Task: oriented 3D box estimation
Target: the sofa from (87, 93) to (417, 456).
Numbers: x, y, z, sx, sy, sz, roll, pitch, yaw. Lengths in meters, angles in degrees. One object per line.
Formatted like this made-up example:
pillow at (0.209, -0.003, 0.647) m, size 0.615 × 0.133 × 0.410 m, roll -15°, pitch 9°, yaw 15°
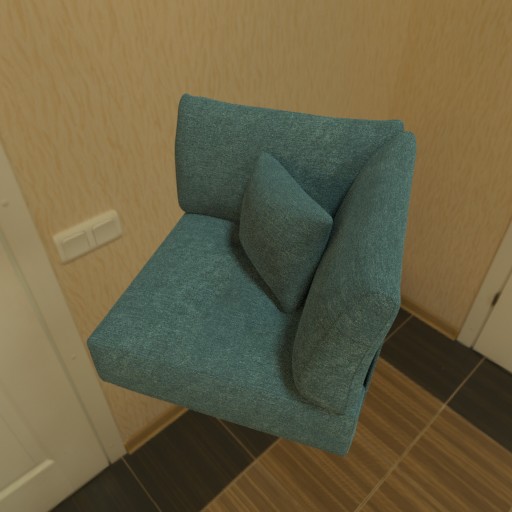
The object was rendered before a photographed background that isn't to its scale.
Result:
sofa at (0.000, 0.000, 1.703) m, size 1.000 × 0.820 × 1.000 m, roll 12°, pitch 42°, yaw 14°
